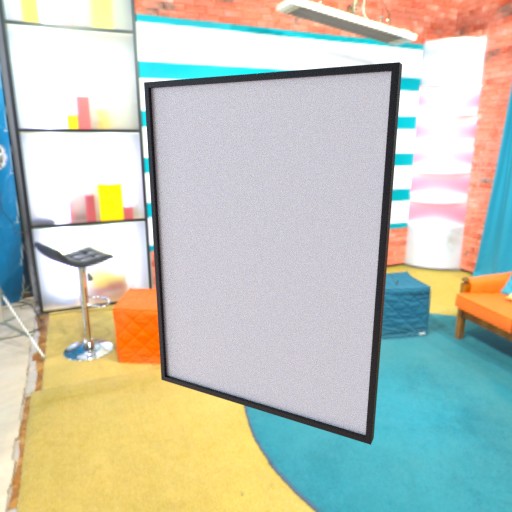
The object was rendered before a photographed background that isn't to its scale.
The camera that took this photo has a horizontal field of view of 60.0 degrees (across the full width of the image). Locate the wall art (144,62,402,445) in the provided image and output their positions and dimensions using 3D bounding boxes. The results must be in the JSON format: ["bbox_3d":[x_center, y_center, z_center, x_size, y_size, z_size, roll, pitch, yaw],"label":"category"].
[{"bbox_3d":[0.000,0.000,1.399,0.802,1.070,0.036,8,16,27],"label":"wall art"}]
